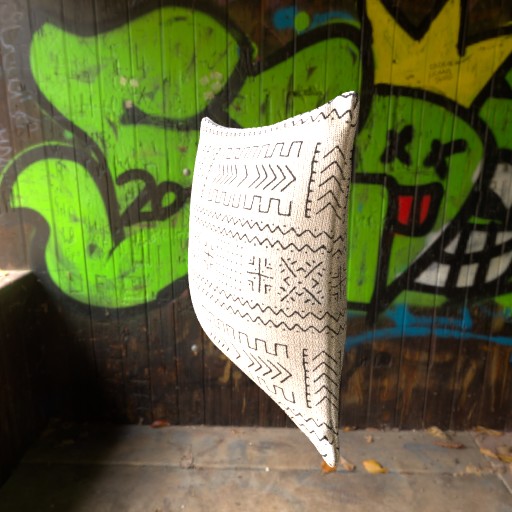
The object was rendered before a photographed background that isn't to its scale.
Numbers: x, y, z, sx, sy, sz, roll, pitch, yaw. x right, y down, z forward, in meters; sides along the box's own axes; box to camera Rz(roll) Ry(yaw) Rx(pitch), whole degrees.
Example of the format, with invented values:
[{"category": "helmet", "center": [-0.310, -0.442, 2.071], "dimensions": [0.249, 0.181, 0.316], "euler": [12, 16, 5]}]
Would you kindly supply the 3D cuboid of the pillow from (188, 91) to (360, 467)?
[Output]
[{"category": "pillow", "center": [0.000, 0.000, 0.670], "dimensions": [0.164, 0.430, 0.438], "euler": [-7, 16, -26]}]
